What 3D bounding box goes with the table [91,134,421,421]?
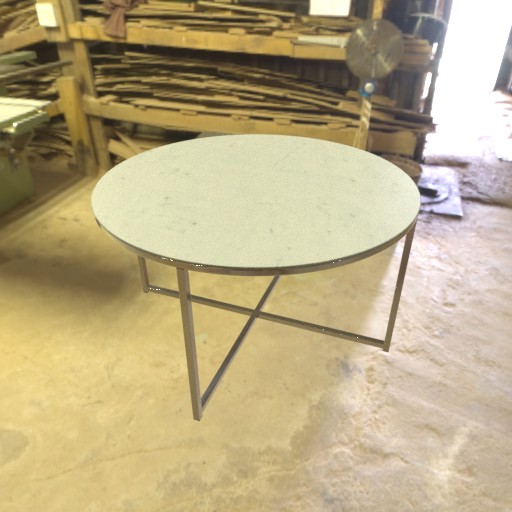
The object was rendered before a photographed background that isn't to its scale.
[{"bbox_3d":[0.000,0.000,1.244,0.800,0.450,0.800,0,32,0],"label":"table"}]
